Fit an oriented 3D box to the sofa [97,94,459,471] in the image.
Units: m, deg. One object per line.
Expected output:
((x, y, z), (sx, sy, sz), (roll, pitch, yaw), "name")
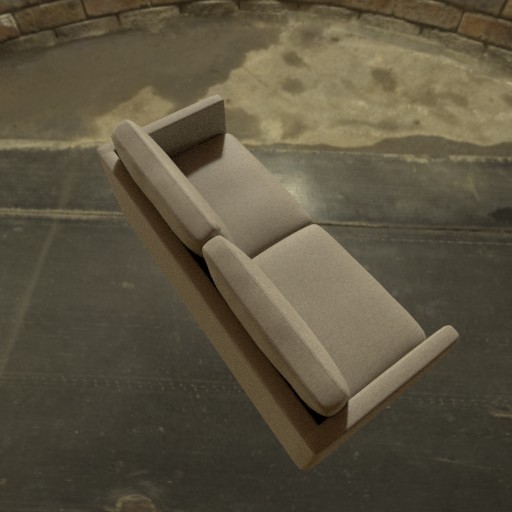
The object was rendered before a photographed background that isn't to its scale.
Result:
((0.000, 0.000, 2.694), (0.956, 0.963, 2.208), (-31, 63, -18), "sofa")
